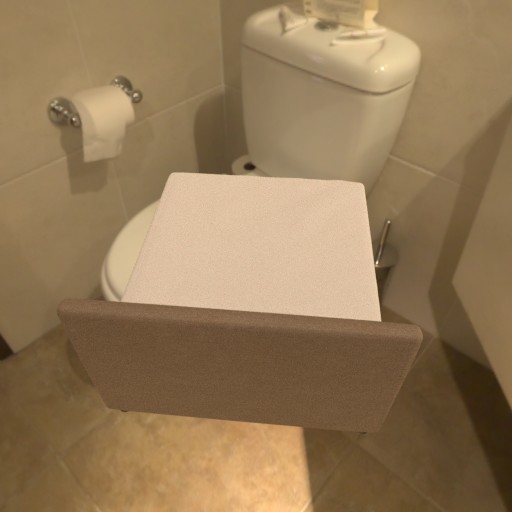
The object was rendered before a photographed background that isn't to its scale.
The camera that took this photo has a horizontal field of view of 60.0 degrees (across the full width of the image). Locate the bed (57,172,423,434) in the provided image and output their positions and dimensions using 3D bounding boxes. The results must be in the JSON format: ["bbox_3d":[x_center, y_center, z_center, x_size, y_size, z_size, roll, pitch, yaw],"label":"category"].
[{"bbox_3d":[0.000,0.000,3.668,2.119,1.317,2.341,4,46,4],"label":"bed"}]
